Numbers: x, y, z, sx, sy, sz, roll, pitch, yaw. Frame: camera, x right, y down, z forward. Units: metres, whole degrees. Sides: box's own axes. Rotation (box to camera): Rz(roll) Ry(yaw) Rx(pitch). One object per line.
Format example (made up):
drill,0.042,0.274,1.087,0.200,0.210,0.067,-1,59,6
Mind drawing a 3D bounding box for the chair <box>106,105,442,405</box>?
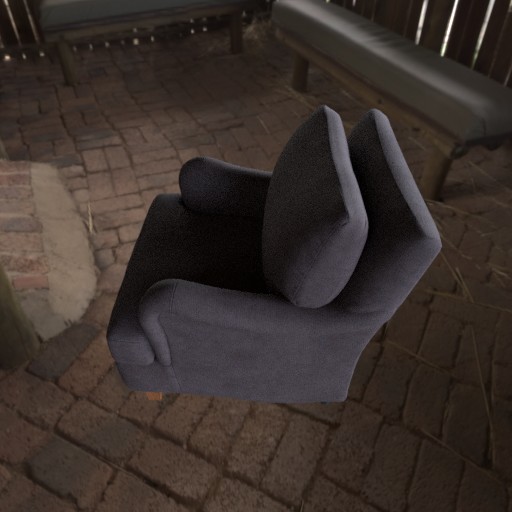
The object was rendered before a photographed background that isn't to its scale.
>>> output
chair,0.000,0.000,1.845,1.070,0.997,0.955,1,41,1
